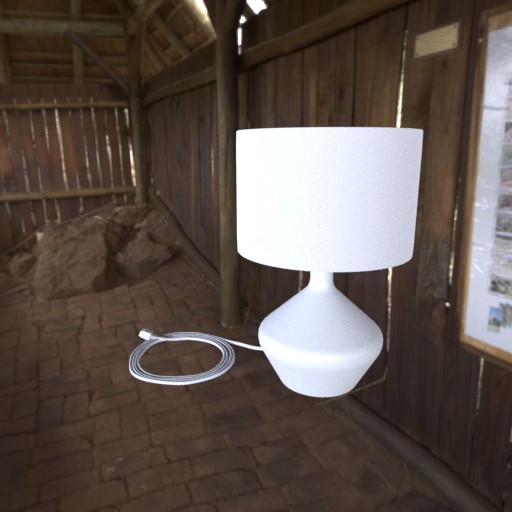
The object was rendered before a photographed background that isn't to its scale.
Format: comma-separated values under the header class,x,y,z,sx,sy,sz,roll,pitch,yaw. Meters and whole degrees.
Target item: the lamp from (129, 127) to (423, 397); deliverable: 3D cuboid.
class,x,y,z,sx,sy,sz,roll,pitch,yaw
lamp,0.000,0.000,0.849,0.546,0.457,0.401,13,19,43
